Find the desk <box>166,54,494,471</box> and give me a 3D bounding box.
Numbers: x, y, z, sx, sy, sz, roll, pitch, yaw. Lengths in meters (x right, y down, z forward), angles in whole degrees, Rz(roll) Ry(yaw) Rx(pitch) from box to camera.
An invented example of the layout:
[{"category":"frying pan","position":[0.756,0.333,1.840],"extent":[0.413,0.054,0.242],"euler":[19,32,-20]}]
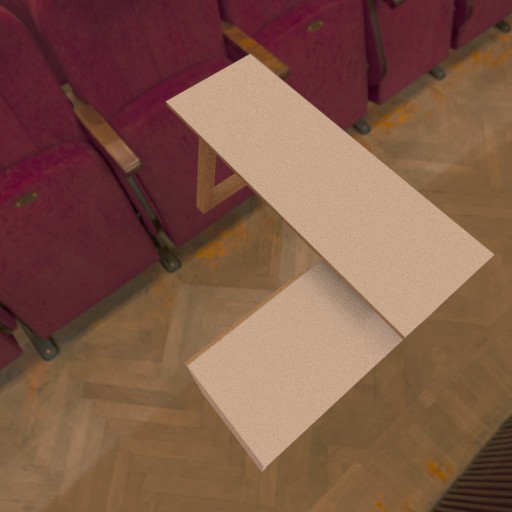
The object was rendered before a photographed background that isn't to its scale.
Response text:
[{"category":"desk","position":[0.000,0.000,2.041],"extent":[1.098,0.755,1.404],"euler":[-37,68,-17]}]
